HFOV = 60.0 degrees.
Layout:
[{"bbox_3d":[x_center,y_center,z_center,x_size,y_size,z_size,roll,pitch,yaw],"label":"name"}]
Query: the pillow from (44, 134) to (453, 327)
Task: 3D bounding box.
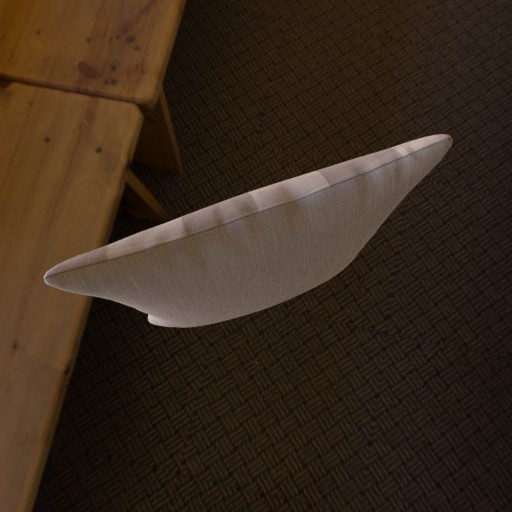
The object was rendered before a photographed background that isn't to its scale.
[{"bbox_3d":[0.000,0.000,0.764,0.511,0.509,0.161,-20,77,-5],"label":"pillow"}]
